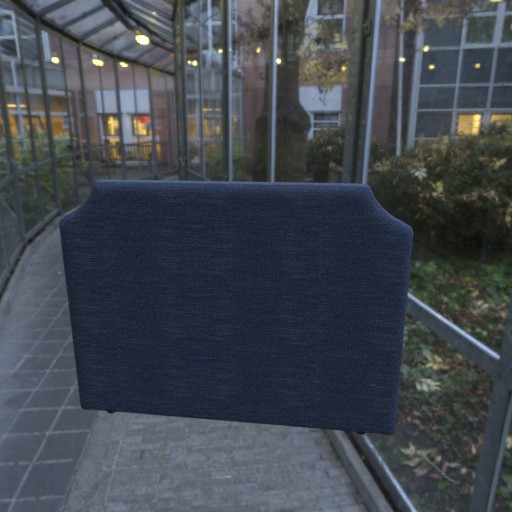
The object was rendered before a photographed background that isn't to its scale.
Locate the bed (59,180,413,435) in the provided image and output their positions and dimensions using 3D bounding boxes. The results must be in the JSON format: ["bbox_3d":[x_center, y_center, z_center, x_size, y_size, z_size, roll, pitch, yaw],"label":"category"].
[{"bbox_3d":[0.000,0.000,3.171,1.693,1.290,2.116,2,16,7],"label":"bed"}]
